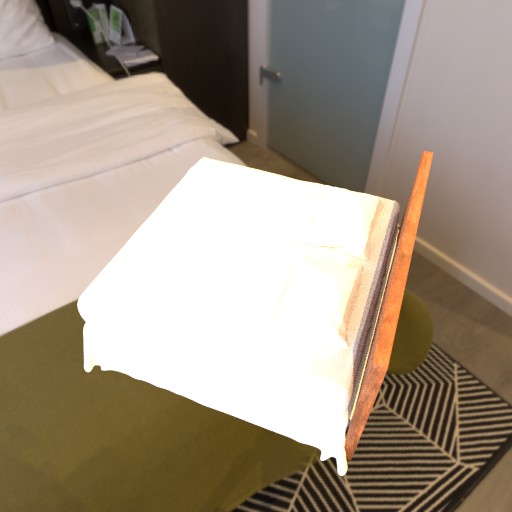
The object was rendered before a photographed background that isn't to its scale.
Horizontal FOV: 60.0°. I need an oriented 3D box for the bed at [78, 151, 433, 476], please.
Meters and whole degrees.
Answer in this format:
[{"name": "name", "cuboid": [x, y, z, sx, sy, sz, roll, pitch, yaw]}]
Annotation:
[{"name": "bed", "cuboid": [0.000, 0.000, 3.426, 2.165, 1.158, 2.255, 16, 47, 15]}]
